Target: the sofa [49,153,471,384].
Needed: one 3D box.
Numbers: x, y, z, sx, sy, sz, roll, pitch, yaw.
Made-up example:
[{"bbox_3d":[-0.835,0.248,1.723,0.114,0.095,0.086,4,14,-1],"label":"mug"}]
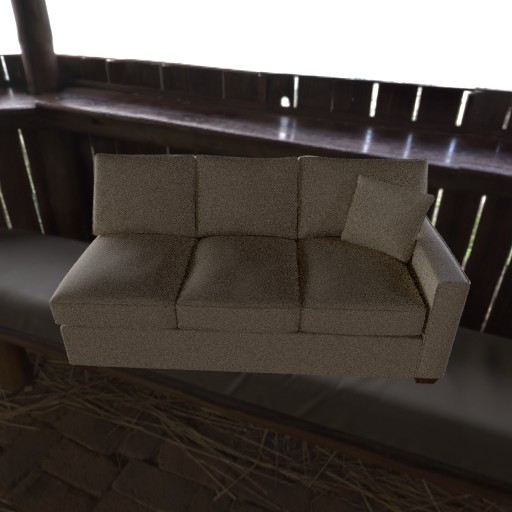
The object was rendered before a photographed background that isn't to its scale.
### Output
[{"bbox_3d":[0.000,0.000,2.496,1.963,0.946,1.034,2,30,3],"label":"sofa"}]
